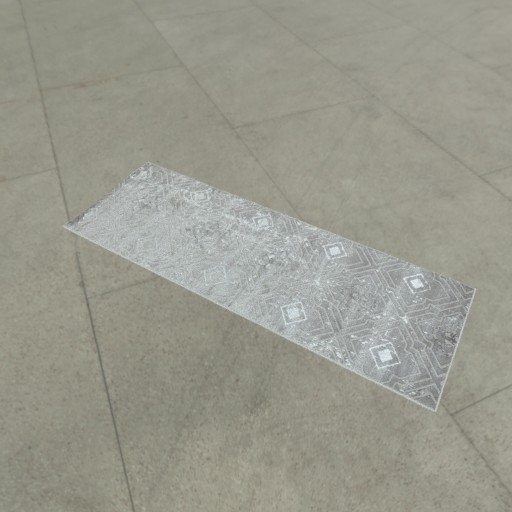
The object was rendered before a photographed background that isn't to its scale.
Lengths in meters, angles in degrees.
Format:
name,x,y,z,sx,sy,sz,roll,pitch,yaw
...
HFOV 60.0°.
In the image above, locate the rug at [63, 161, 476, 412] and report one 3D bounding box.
name,x,y,z,sx,sy,sz,roll,pitch,yaw
rug,0.000,0.000,2.655,2.381,0.035,0.832,24,51,21
